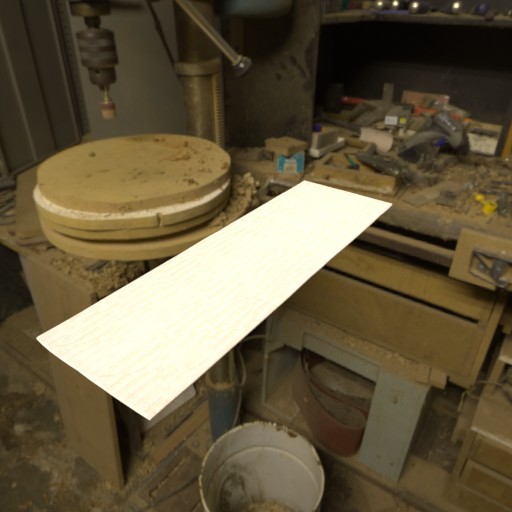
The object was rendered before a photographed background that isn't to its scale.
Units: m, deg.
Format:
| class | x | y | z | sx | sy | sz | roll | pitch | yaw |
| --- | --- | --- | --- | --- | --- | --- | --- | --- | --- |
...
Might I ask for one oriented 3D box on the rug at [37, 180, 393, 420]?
| class | x | y | z | sx | sy | sz | roll | pitch | yaw |
| --- | --- | --- | --- | --- | --- | --- | --- | --- | --- |
| rug | 0.000 | 0.000 | 2.726 | 0.793 | 0.014 | 2.450 | 21 | 37 | 30 |
